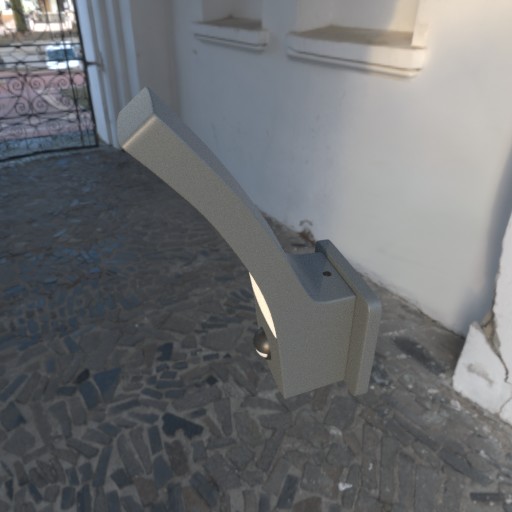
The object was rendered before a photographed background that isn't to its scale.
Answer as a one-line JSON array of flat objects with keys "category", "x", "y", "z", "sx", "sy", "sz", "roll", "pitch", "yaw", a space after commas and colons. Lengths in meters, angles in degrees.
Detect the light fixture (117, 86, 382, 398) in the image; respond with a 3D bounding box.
[{"category": "light fixture", "x": 0.000, "y": 0.000, "z": 0.340, "sx": 0.174, "sy": 0.243, "sz": 0.108, "roll": -8, "pitch": 32, "yaw": -13}]
